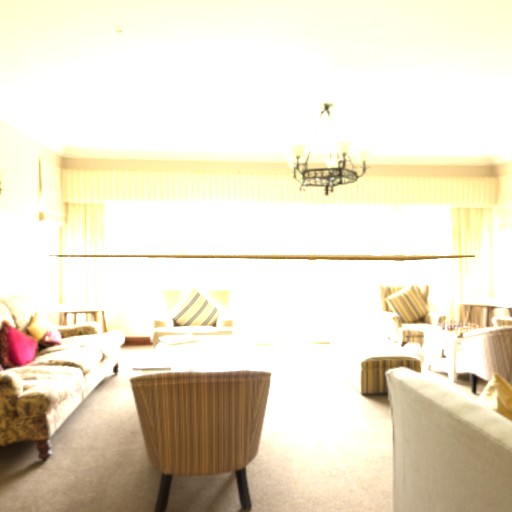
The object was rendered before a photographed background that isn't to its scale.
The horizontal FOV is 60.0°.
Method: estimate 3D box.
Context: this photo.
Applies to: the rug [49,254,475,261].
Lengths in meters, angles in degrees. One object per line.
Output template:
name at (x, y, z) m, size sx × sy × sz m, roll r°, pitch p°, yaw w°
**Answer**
rug at (0.000, 0.000, 2.983) m, size 2.438 × 0.014 × 1.524 m, roll 0°, pitch 1°, yaw 35°
